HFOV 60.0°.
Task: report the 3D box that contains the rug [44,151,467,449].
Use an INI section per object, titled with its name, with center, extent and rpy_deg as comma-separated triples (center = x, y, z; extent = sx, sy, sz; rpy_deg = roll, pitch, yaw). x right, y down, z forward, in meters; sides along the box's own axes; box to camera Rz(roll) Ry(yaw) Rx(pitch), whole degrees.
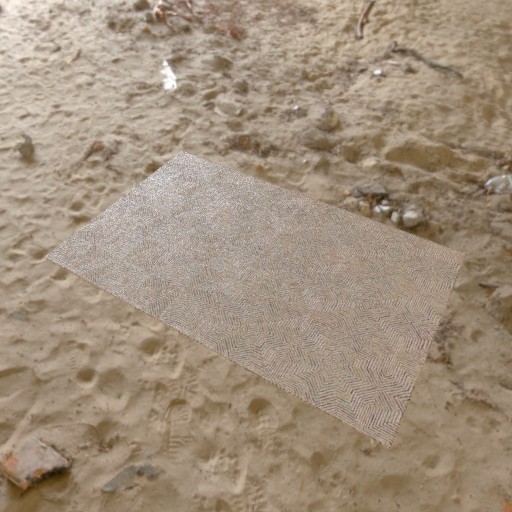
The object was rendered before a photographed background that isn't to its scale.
[rug]
center = 0.000, 0.000, 2.999
extent = 2.428, 0.007, 1.519
rpy_deg = 24, 51, 21
